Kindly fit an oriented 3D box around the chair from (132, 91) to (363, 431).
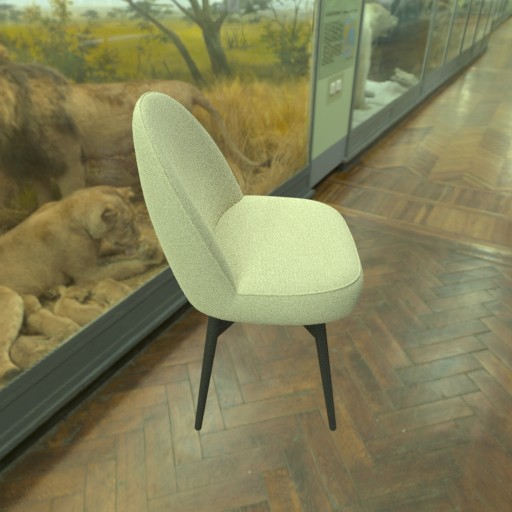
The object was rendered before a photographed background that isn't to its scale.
[{"bbox_3d":[0.000,0.000,1.201,0.540,0.838,0.532,0,32,0],"label":"chair"}]
